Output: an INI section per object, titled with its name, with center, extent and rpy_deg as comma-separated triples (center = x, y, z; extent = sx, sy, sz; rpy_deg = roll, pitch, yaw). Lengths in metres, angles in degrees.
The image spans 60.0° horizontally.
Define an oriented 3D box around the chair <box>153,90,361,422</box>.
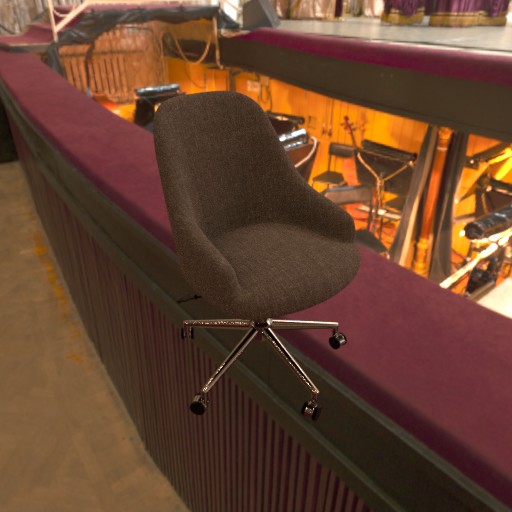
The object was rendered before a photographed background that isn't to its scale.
[chair]
center = 0.000, 0.000, 1.495
extent = 0.671, 0.950, 0.712
rpy_deg = -23, 37, -33
